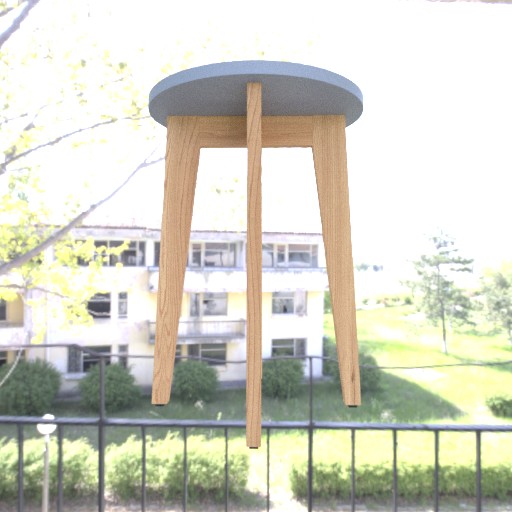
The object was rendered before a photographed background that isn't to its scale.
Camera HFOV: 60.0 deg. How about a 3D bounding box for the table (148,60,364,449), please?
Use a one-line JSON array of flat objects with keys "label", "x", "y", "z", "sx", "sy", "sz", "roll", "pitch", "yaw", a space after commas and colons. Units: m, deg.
[{"label": "table", "x": 0.000, "y": 0.000, "z": 0.740, "sx": 0.350, "sy": 0.500, "sz": 0.350, "roll": 0, "pitch": 0, "yaw": 0}]
